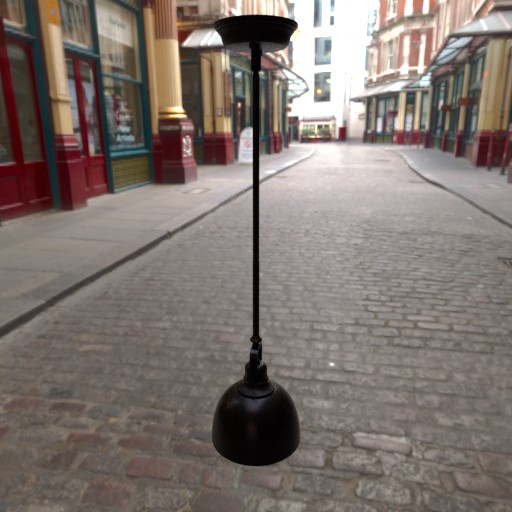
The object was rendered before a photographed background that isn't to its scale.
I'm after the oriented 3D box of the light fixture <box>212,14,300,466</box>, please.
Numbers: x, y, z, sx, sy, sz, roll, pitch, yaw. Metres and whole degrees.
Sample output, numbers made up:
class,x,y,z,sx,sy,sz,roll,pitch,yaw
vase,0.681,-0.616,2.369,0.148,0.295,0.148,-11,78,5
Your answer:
class,x,y,z,sx,sy,sz,roll,pitch,yaw
light fixture,0.000,0.000,0.814,0.182,0.768,0.182,3,15,10
